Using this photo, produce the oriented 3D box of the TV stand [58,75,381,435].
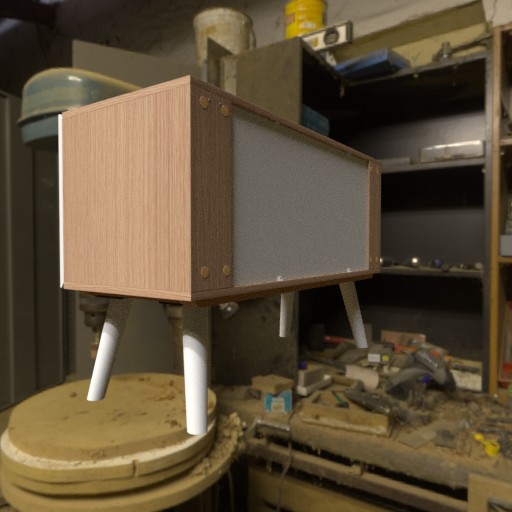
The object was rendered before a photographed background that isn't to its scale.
[{"bbox_3d":[0.000,0.000,1.306,0.407,0.660,0.991,1,2,35],"label":"TV stand"}]
